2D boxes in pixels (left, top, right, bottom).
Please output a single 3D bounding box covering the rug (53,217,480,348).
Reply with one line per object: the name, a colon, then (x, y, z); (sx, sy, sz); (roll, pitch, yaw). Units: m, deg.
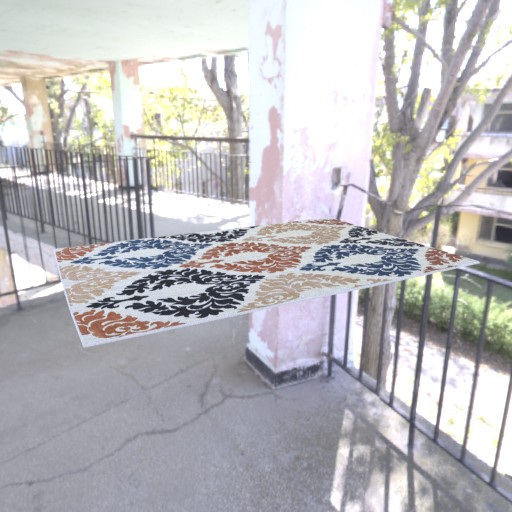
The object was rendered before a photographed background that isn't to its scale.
rug: (0.000, 0.000, 2.810); (2.275, 0.014, 1.514); (-9, 19, -27)
